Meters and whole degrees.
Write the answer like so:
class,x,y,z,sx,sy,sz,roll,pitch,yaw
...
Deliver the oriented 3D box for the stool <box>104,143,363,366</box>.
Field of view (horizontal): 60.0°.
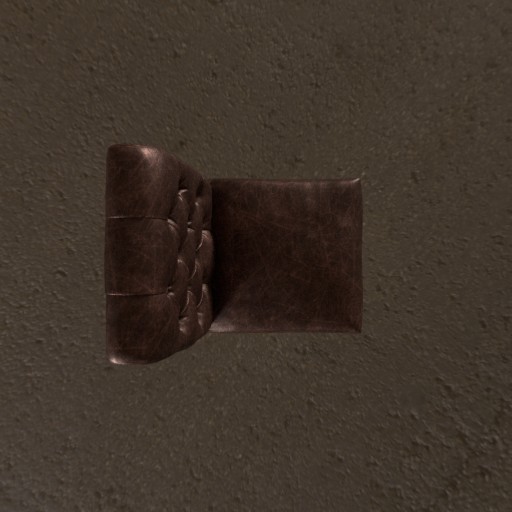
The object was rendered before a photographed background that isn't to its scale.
class,x,y,z,sx,sy,sz,roll,pitch,yaw
stool,0.000,0.000,1.487,0.659,1.168,0.483,0,90,-1
